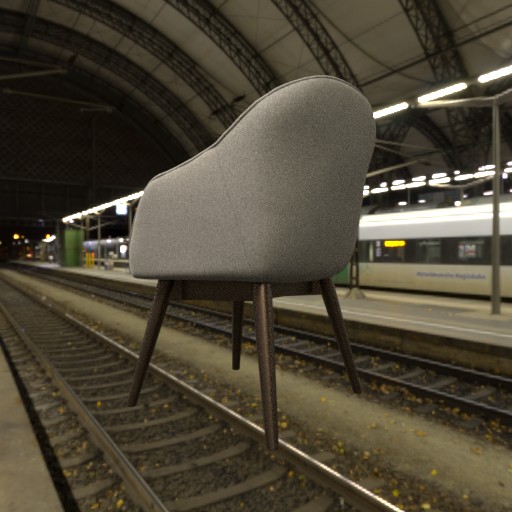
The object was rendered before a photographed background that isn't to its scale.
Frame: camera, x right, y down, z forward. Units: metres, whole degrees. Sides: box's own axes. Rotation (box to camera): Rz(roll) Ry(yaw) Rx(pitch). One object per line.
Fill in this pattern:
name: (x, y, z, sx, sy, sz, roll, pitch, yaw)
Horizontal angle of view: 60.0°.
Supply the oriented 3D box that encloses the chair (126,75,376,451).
chair: (0.000, 0.000, 1.242, 0.611, 0.810, 0.589, 0, 0, 35)
